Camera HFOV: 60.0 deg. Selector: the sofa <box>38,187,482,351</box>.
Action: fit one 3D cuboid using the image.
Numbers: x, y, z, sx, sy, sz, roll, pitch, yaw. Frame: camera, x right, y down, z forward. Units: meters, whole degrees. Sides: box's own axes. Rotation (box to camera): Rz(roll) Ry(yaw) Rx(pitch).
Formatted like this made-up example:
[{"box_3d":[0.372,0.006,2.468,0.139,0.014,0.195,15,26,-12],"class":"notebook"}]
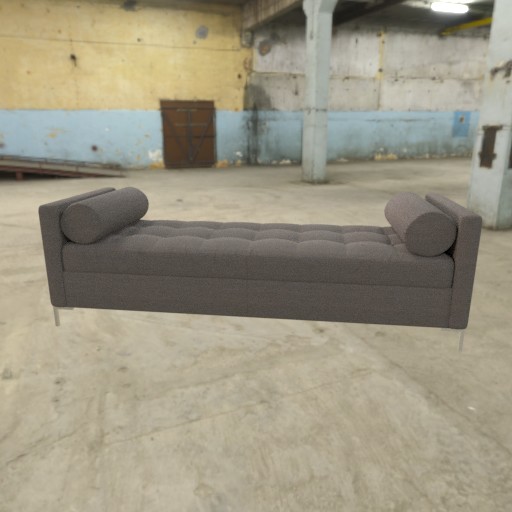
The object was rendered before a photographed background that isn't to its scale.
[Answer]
[{"box_3d":[0.000,0.000,2.350,1.981,0.635,0.686,2,16,7],"class":"sofa"}]
